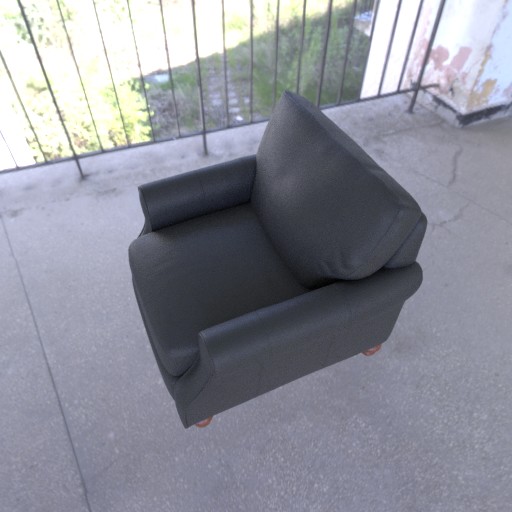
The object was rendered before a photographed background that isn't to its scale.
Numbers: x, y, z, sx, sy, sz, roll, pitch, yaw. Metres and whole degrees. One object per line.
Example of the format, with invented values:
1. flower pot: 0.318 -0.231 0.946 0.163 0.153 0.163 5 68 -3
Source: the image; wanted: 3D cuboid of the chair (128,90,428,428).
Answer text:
1. chair: 0.000 0.000 1.808 1.027 0.960 1.015 -14 49 -13
